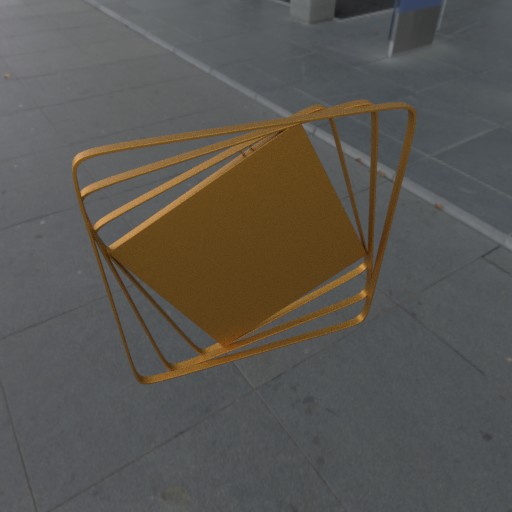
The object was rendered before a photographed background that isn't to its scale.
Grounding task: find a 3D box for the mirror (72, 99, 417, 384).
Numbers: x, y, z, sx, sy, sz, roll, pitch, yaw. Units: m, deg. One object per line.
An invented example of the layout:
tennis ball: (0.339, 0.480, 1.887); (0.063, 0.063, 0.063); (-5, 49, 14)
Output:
mirror: (0.000, 0.000, 0.716); (0.470, 0.468, 0.045); (-13, 43, -14)
